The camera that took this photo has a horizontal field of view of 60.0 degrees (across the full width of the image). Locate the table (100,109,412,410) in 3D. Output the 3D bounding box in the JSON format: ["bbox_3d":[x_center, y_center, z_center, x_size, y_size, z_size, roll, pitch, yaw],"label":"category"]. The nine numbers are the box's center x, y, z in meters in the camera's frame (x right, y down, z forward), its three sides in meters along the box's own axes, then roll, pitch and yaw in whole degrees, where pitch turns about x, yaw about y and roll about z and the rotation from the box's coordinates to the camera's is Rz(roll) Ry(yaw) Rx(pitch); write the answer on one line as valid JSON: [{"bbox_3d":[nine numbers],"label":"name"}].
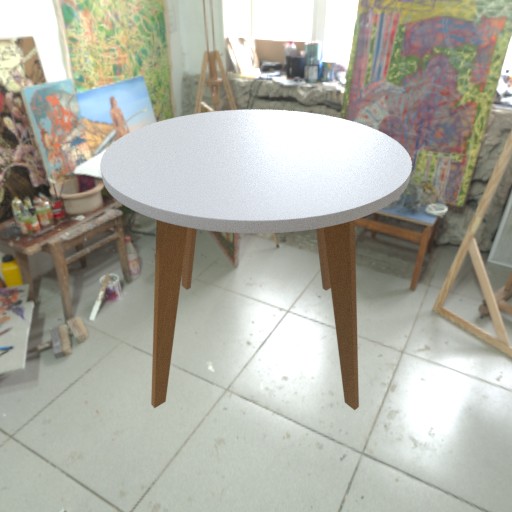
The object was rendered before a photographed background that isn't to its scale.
[{"bbox_3d":[0.000,0.000,1.534,0.896,0.762,0.896,0,33,0],"label":"table"}]
